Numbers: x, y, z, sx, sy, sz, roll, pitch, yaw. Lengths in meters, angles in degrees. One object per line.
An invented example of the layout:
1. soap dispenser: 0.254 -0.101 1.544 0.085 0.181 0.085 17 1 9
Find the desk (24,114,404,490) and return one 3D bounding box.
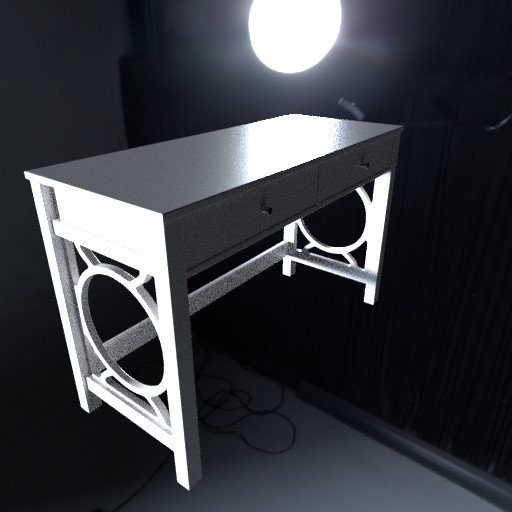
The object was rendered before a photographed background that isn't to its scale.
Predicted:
1. desk: 0.000 0.000 1.525 0.504 0.762 1.191 18 31 33
